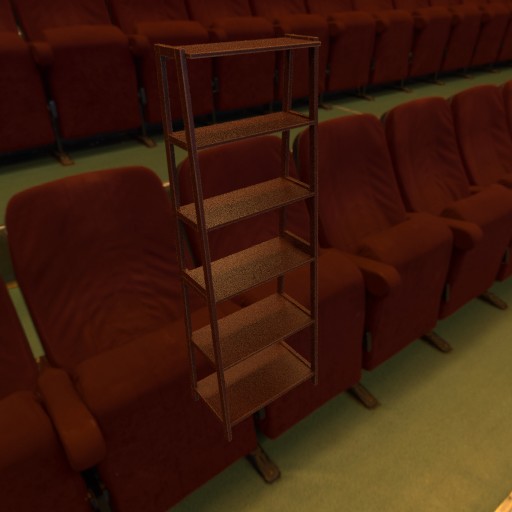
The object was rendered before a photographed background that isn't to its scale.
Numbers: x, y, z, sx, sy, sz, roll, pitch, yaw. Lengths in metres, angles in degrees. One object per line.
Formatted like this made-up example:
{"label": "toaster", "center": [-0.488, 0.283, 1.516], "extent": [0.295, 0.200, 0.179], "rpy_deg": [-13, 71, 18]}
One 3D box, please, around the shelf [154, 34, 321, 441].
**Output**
{"label": "shelf", "center": [0.000, 0.000, 2.171], "extent": [0.660, 1.892, 0.381], "rpy_deg": [-22, 38, -31]}
